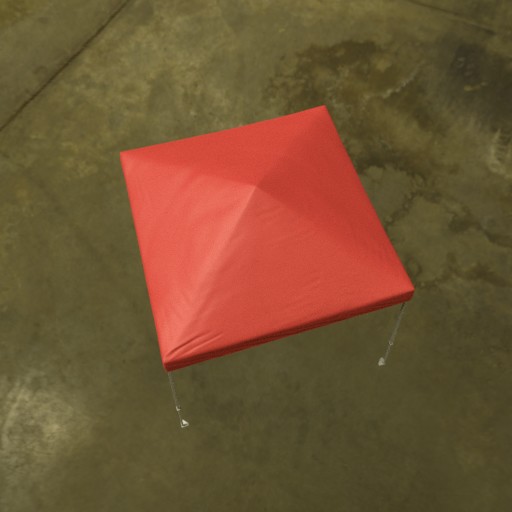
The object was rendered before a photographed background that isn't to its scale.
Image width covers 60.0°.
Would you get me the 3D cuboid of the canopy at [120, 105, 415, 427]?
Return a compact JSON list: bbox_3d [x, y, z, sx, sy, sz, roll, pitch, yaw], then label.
[{"bbox_3d":[0.000,0.000,5.212,2.849,2.849,2.848,-15,65,-7],"label":"canopy"}]
